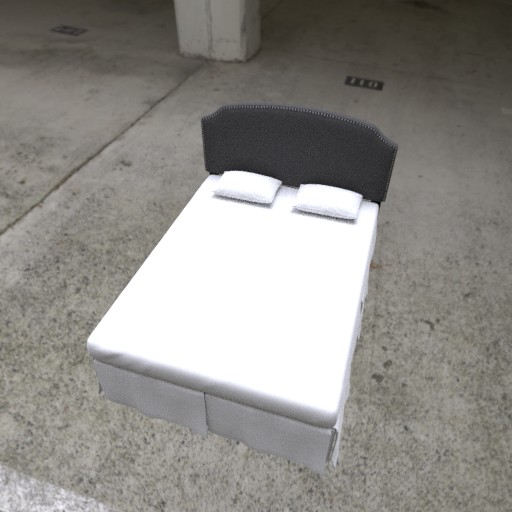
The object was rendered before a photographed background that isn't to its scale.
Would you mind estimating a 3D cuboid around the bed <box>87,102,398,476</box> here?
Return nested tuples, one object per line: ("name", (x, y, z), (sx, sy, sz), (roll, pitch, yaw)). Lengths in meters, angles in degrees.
("bed", (0.000, 0.000, 2.964), (1.558, 1.270, 1.999), (12, 44, 13))
